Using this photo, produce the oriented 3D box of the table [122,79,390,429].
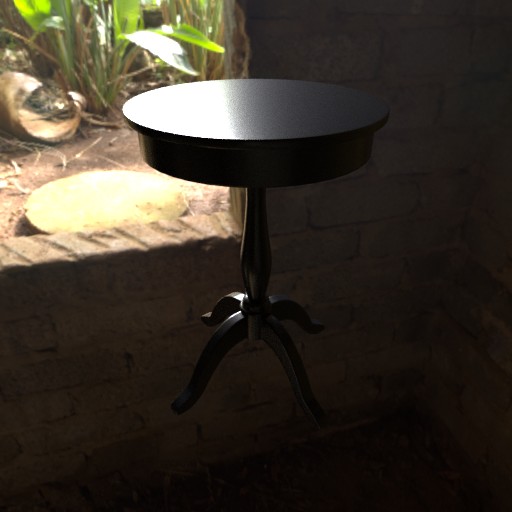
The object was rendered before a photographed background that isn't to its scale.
[{"bbox_3d":[0.000,0.000,0.986,0.481,0.665,0.481,0,31,0],"label":"table"}]
